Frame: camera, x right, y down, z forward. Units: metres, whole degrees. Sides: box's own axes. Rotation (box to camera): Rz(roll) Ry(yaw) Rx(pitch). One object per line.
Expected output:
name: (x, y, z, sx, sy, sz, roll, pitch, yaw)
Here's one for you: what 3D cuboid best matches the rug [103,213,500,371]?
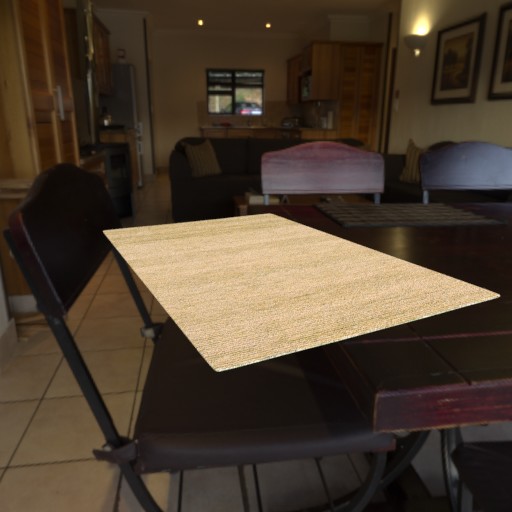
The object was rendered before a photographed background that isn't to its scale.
rug: (0.000, 0.000, 2.130, 1.143, 0.010, 1.758, -8, 19, -26)
